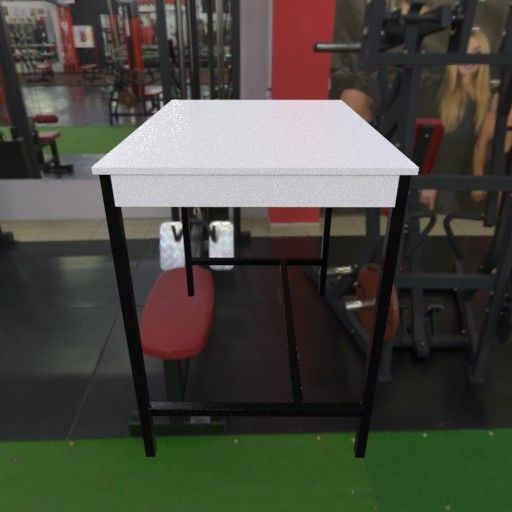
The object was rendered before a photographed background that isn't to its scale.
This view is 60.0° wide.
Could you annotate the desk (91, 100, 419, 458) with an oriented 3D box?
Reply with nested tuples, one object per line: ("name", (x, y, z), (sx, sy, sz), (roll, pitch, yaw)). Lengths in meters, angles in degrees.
("desk", (0.000, 0.000, 1.310), (0.573, 0.766, 0.811), (0, 27, 0))
